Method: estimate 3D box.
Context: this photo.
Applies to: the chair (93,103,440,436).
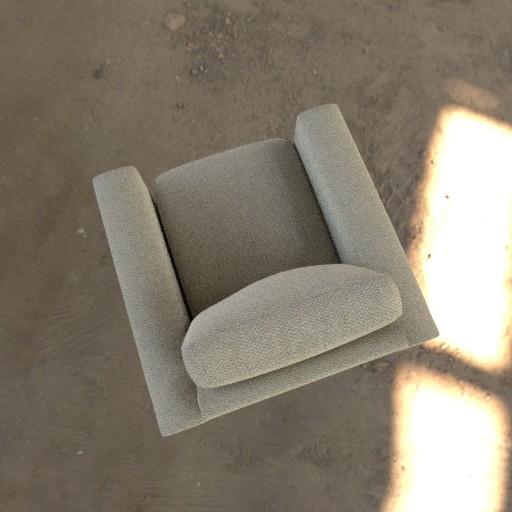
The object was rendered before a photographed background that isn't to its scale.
[{"bbox_3d":[0.000,0.000,1.717,1.005,0.873,1.016,-19,76,-5],"label":"chair"}]
